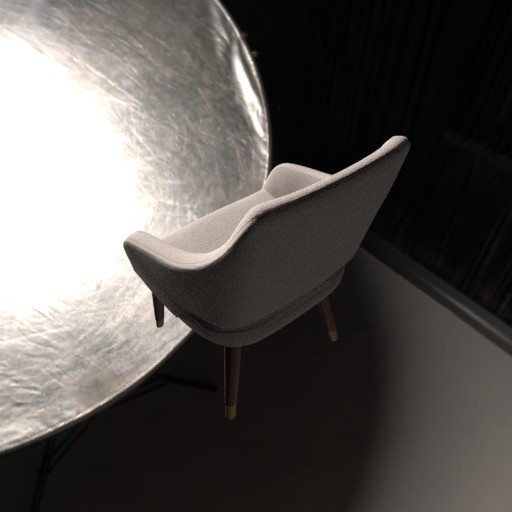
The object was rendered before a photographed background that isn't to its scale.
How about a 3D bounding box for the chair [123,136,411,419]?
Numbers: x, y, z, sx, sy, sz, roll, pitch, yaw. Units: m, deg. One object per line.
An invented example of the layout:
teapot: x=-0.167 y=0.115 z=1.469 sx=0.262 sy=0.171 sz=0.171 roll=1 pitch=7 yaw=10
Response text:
chair: x=0.000 y=0.000 z=1.310 sx=0.609 sy=0.889 sz=0.600 roll=-30 pitch=52 yaw=-26
